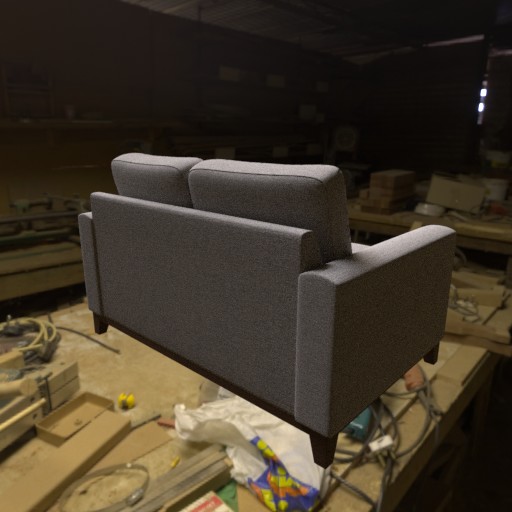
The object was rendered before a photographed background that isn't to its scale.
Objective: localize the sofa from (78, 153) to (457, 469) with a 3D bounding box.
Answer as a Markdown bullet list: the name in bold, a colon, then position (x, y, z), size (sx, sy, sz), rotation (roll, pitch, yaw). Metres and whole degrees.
- **sofa**: position (0.000, 0.000, 1.966), size (1.420, 0.873, 0.917), rotation (14, 21, 40)
